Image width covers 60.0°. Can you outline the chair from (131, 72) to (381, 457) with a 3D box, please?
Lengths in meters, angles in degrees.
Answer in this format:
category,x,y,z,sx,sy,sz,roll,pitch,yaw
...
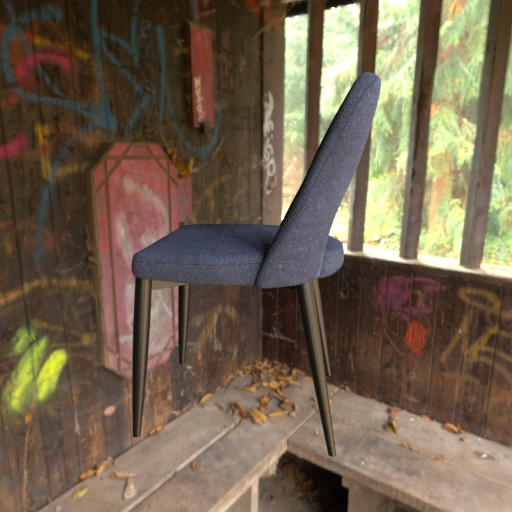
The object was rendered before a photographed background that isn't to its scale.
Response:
category,x,y,z,sx,sy,sz,roll,pitch,yaw
chair,0.000,0.000,1.247,0.612,0.931,0.470,2,14,7
